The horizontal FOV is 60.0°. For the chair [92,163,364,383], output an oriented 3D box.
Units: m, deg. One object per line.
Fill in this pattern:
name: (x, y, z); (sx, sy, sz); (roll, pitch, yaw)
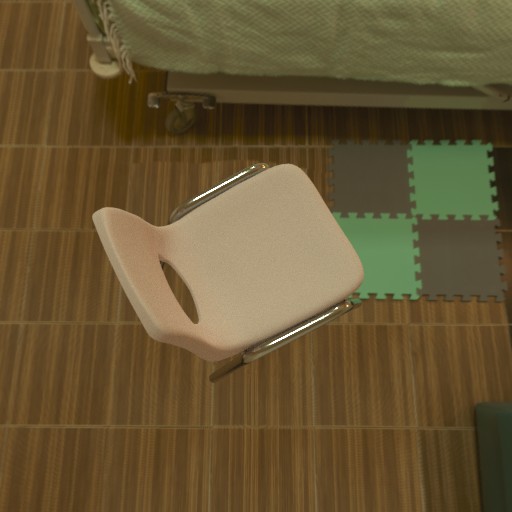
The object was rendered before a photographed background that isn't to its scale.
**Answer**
chair: (0.000, 0.000, 0.855); (0.423, 0.586, 0.354); (-28, 77, -7)
